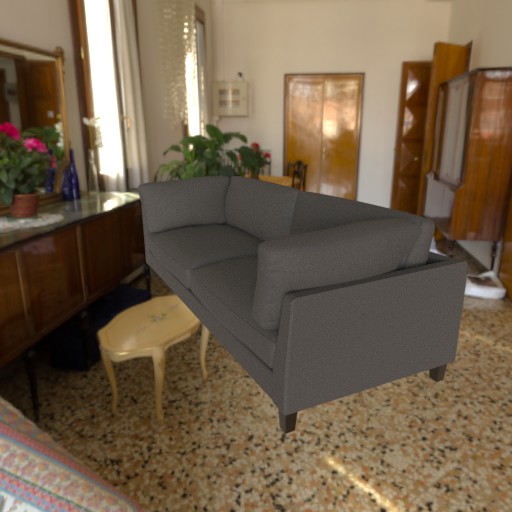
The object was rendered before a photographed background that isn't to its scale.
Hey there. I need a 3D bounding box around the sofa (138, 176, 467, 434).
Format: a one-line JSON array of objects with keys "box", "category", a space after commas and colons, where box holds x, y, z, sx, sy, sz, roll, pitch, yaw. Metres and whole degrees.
[{"box": [0.000, 0.000, 2.755, 0.969, 0.792, 2.312, -8, 18, -25], "category": "sofa"}]
